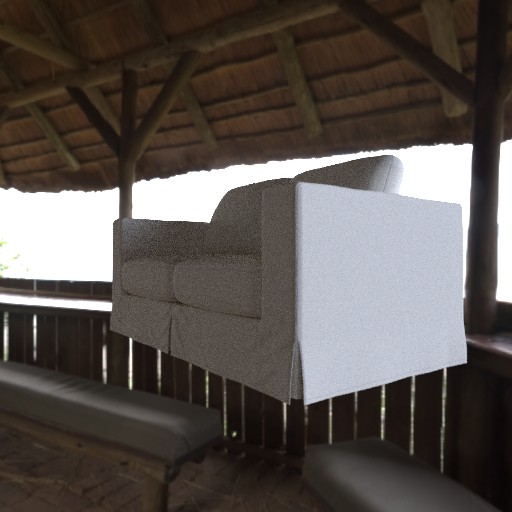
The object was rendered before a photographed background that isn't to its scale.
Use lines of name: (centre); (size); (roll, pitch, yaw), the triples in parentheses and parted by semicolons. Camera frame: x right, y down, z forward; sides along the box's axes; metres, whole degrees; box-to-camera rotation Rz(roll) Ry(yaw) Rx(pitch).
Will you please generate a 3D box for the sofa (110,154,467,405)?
sofa: (0.000, 0.000, 2.383); (1.009, 0.932, 1.813); (0, 0, -36)
